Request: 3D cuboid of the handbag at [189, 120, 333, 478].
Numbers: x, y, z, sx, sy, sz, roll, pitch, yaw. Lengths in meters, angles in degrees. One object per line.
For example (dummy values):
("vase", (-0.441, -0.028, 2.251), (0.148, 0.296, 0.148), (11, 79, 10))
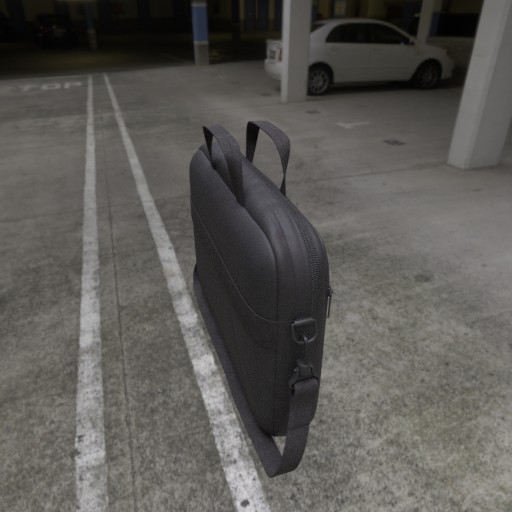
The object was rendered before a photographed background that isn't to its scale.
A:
("handbag", (0.000, 0.000, 0.433), (0.089, 0.244, 0.320), (-10, 32, -16))
